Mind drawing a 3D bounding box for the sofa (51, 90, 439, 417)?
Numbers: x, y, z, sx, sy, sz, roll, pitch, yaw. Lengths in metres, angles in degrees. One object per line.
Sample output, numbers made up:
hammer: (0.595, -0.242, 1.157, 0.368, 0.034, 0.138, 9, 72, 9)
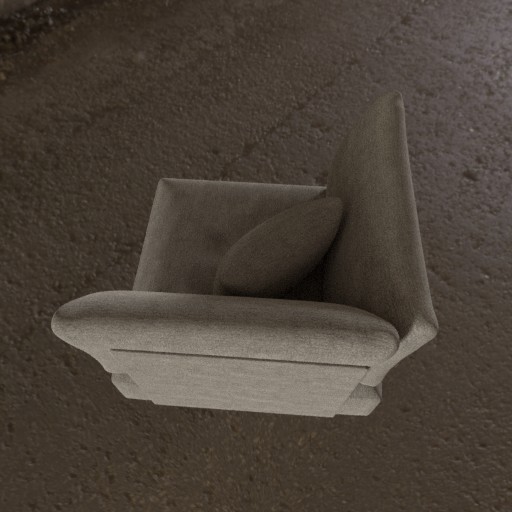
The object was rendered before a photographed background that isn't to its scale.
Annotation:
sofa: (0.000, 0.000, 1.679, 1.000, 0.820, 1.000, 3, 58, 2)
